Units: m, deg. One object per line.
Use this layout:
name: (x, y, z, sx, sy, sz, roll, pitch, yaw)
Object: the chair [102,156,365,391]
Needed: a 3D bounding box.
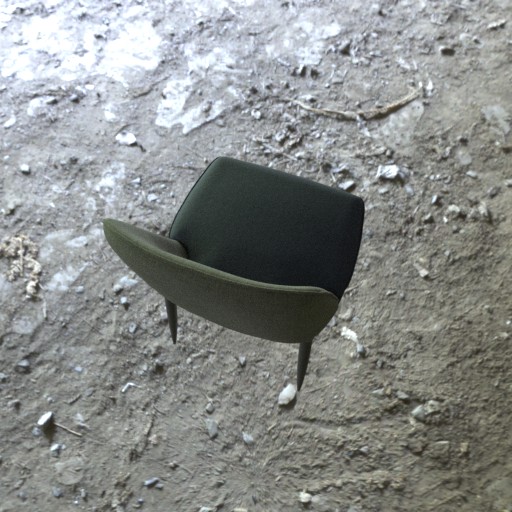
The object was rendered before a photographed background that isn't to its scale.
chair: (0.000, 0.000, 1.125, 0.488, 0.855, 0.550, 18, 64, 9)
